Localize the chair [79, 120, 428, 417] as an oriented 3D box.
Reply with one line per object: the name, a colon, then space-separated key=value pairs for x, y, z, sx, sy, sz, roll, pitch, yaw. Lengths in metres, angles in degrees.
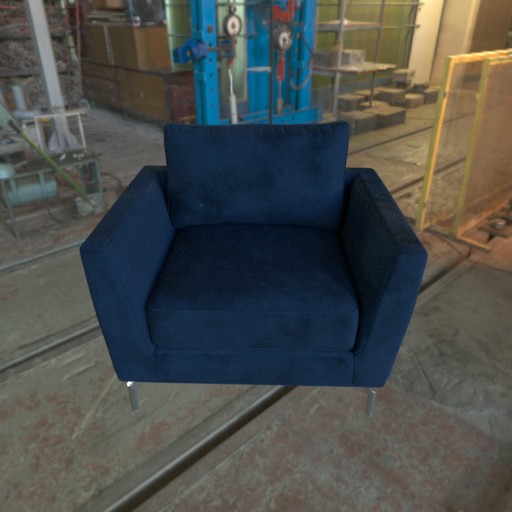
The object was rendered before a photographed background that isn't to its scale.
chair: x=0.000 y=0.000 z=1.643 sx=0.977 sy=0.893 sz=0.746 roll=1 pitch=30 yaw=1
